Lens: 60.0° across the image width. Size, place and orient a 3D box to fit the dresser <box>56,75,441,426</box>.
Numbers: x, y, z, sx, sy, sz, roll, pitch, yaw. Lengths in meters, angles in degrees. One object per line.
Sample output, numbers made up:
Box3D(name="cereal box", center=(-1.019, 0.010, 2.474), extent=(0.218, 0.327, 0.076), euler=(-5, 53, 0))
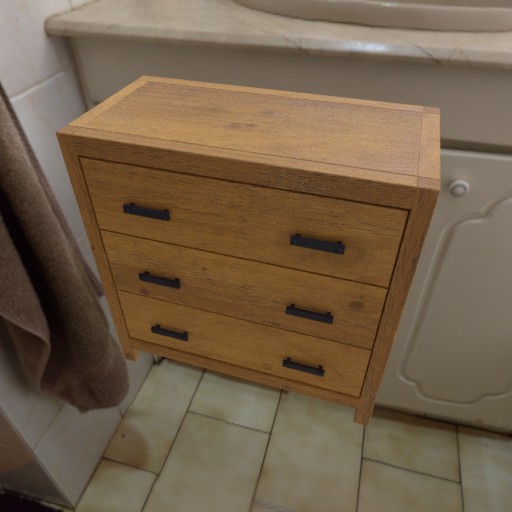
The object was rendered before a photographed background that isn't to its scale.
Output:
Box3D(name="dresser", center=(0.000, 0.000, 1.272), extent=(0.804, 0.804, 0.427), euler=(11, 41, 13))
